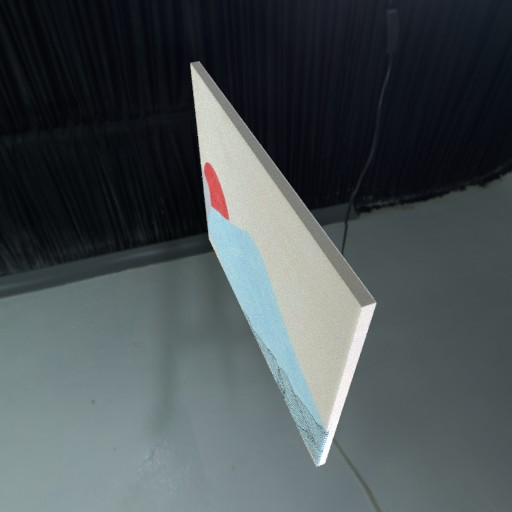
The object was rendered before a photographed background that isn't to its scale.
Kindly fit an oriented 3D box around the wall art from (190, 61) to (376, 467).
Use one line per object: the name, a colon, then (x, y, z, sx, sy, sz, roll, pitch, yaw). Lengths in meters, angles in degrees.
wall art: (0.000, 0.000, 1.595, 0.042, 0.912, 1.219, -16, 49, -15)
